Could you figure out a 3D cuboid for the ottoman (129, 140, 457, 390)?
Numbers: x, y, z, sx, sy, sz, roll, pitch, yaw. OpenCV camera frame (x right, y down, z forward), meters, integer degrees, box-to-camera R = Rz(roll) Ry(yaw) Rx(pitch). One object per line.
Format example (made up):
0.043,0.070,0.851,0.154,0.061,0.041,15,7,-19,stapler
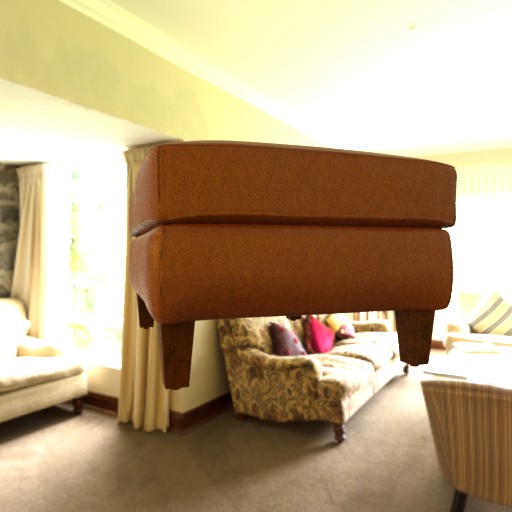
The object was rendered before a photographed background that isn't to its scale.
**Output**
0.000,0.000,1.223,0.650,0.485,0.851,0,1,-18,ottoman
